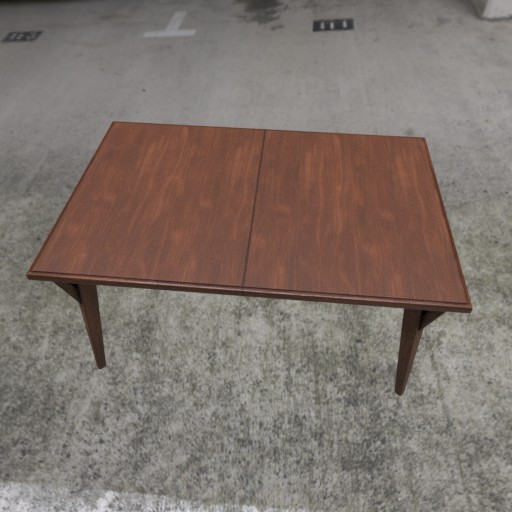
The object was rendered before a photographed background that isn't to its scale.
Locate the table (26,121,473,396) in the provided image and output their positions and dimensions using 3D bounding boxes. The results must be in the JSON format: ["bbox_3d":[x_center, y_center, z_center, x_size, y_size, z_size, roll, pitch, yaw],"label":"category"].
[{"bbox_3d":[0.000,0.000,2.108,1.524,0.761,0.990,4,49,4],"label":"table"}]
